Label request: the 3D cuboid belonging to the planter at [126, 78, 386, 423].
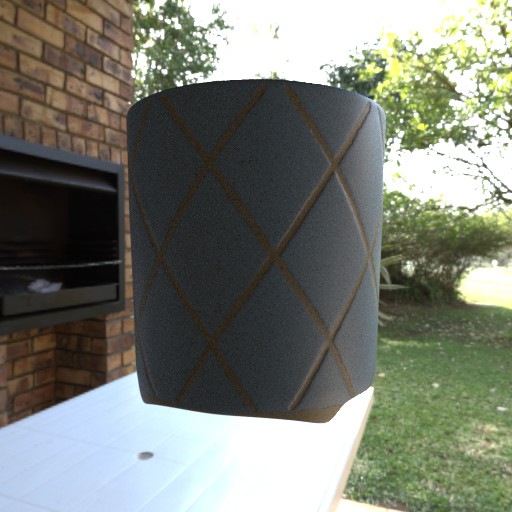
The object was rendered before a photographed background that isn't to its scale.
[{"bbox_3d":[0.000,0.000,0.341,0.191,0.200,0.191,0,1,0],"label":"planter"}]
